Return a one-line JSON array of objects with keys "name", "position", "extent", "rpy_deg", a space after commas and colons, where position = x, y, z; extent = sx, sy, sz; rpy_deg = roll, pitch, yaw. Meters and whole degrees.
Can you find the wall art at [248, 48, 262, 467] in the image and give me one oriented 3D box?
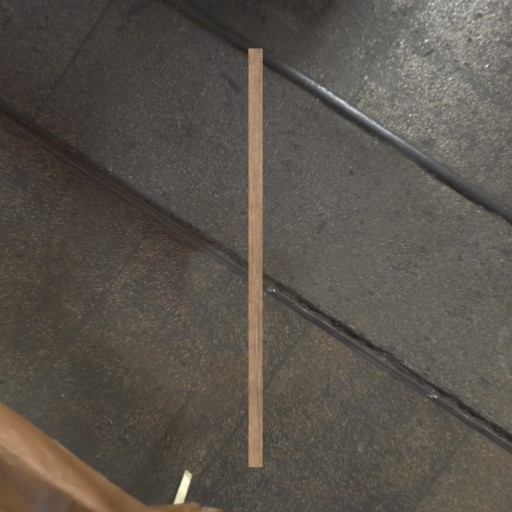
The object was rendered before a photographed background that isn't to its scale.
[{"name": "wall art", "position": [0.000, 0.000, 0.908], "extent": [0.018, 0.686, 0.534], "rpy_deg": [0, 91, 0]}]
